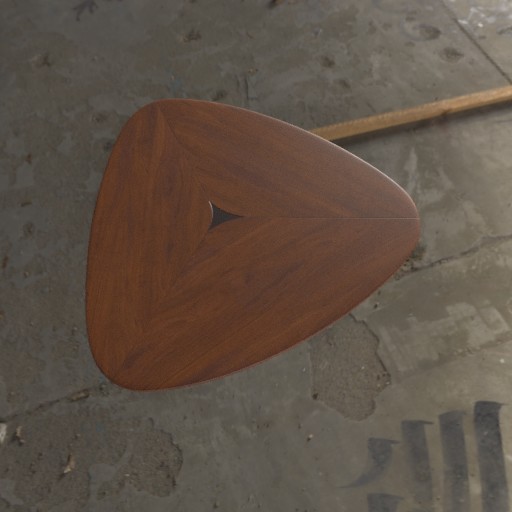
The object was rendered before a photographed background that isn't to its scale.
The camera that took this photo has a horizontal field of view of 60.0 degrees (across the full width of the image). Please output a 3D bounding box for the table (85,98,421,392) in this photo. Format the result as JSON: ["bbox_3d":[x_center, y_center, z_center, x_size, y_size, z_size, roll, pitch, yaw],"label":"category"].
[{"bbox_3d":[0.000,0.000,1.293,0.821,0.413,0.833,-1,63,0],"label":"table"}]
